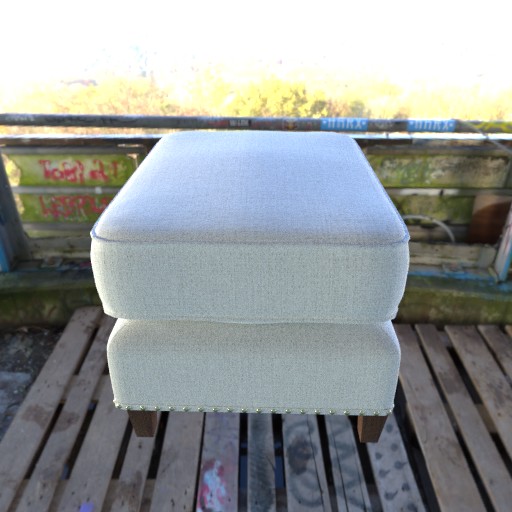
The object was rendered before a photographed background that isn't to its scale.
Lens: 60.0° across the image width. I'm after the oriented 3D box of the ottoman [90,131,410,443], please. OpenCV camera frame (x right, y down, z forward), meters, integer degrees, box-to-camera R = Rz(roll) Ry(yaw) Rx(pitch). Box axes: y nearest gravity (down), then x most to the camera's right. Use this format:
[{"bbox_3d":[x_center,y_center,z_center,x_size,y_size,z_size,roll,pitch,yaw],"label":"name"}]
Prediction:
[{"bbox_3d":[0.000,0.000,1.140,0.589,0.537,0.738,1,30,1],"label":"ottoman"}]
